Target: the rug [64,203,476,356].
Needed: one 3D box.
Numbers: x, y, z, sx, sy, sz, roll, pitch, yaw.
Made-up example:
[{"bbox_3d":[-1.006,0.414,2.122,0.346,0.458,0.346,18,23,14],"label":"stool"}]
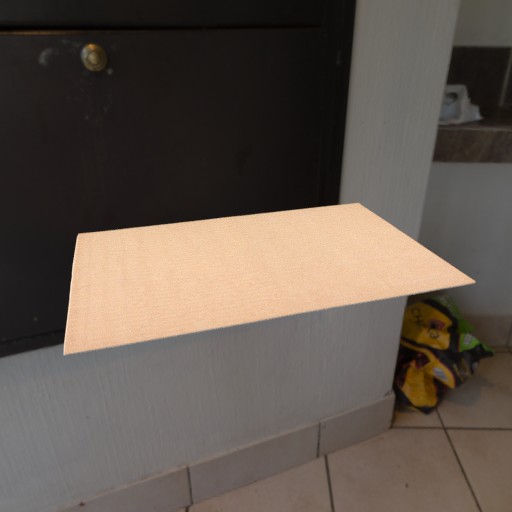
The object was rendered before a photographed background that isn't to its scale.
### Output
[{"bbox_3d":[0.000,0.000,3.113,2.441,0.014,1.531,-8,28,-15],"label":"rug"}]
